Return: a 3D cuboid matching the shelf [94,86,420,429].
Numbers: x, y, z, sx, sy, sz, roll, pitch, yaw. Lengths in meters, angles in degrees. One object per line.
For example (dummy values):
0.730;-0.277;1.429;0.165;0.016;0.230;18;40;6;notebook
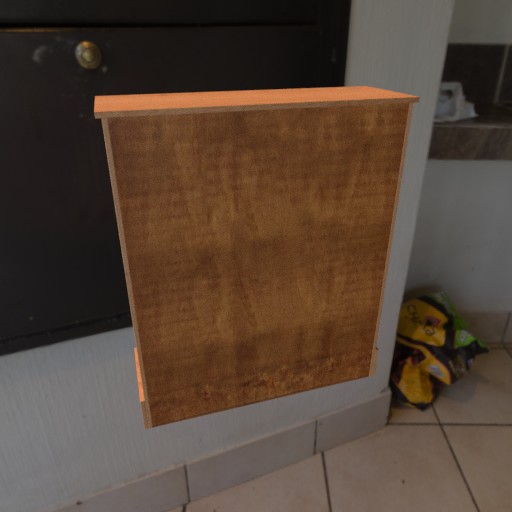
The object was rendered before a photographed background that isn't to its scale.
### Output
0.000;0.000;1.434;0.840;0.980;0.291;-8;28;-16;shelf
